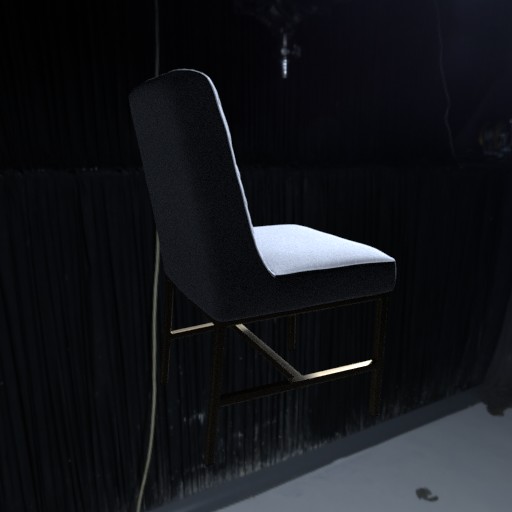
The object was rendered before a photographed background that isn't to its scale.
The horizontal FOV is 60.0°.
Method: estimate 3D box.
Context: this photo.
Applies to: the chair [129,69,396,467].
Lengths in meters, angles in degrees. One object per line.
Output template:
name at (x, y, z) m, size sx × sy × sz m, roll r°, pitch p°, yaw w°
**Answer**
chair at (0.000, 0.000, 1.240) m, size 0.587 × 0.889 × 0.508 m, roll -7°, pitch 16°, yaw -26°
